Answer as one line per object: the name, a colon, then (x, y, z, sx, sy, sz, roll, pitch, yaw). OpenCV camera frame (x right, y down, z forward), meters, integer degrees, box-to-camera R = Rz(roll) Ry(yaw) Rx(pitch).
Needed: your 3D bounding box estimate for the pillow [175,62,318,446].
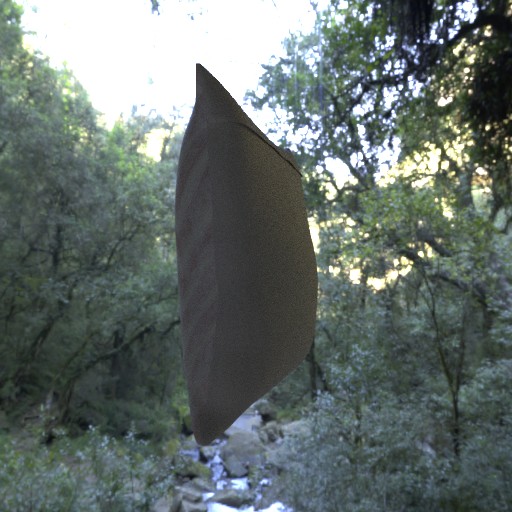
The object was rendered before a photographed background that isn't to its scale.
pillow: (0.000, 0.000, 0.697, 0.182, 0.441, 0.440, 0, -1, 18)
